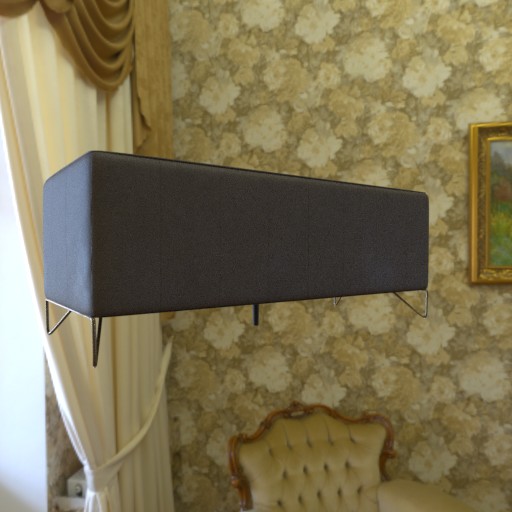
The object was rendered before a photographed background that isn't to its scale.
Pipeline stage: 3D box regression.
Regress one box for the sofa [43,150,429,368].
[{"bbox_3d":[0.000,0.000,2.506,2.087,0.789,0.867,0,1,-36],"label":"sofa"}]
